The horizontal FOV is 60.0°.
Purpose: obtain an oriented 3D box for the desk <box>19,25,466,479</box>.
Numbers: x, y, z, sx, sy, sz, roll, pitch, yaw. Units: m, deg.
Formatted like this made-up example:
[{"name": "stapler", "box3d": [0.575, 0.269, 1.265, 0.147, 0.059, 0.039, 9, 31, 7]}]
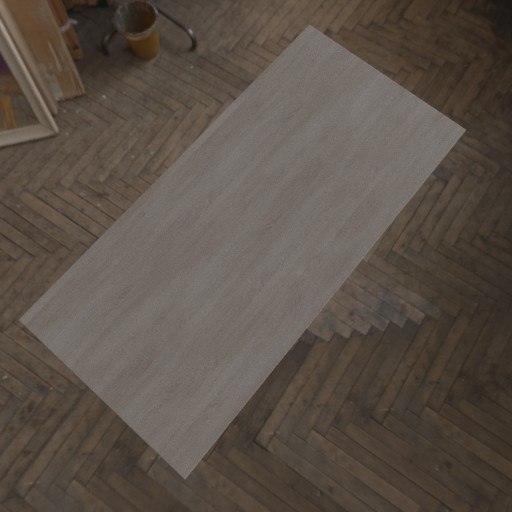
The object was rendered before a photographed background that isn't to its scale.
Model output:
[{"name": "desk", "box3d": [0.000, 0.000, 1.626, 0.600, 0.770, 1.251, 39, 78, 10]}]
